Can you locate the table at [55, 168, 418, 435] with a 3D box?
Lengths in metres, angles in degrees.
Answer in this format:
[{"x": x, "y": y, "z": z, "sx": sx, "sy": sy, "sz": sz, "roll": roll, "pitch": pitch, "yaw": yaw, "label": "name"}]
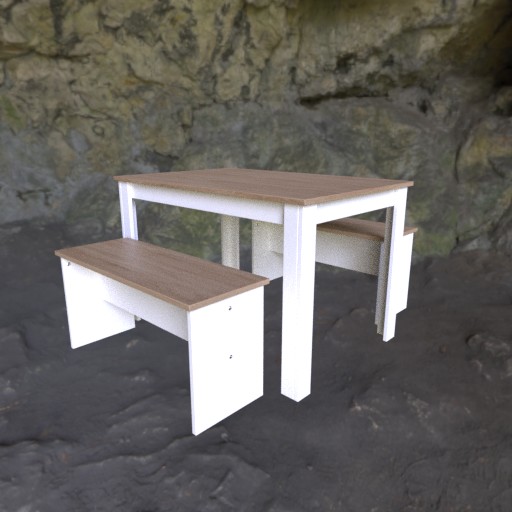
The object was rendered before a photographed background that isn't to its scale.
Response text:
[{"x": 0.000, "y": 0.000, "z": 2.022, "sx": 1.100, "sy": 0.700, "sz": 1.443, "roll": 14, "pitch": 21, "yaw": 42, "label": "table"}]
